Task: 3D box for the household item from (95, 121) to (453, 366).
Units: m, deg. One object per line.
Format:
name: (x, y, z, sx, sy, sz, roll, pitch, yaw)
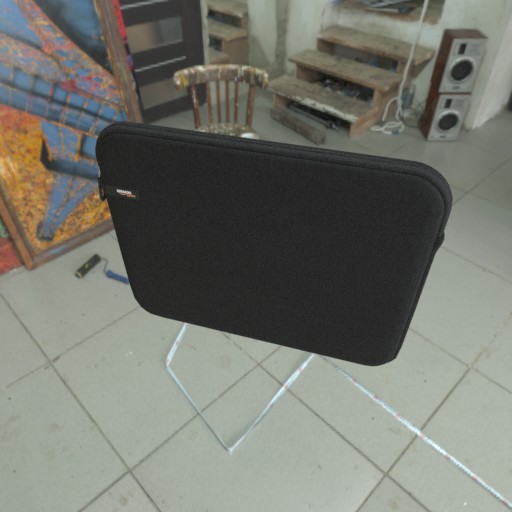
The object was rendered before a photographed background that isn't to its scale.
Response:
household item: (0.000, 0.000, 0.540, 0.396, 0.305, 0.030, 11, 43, 12)
